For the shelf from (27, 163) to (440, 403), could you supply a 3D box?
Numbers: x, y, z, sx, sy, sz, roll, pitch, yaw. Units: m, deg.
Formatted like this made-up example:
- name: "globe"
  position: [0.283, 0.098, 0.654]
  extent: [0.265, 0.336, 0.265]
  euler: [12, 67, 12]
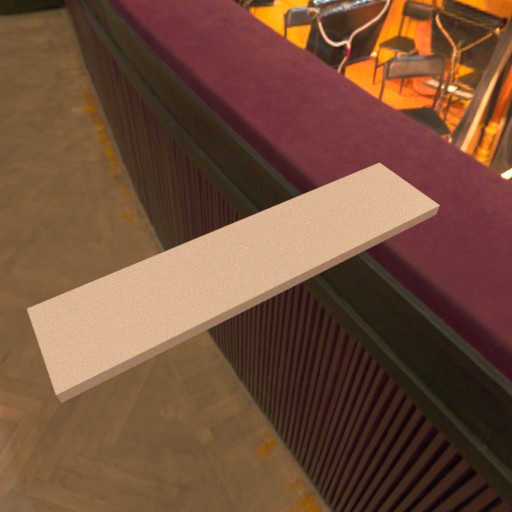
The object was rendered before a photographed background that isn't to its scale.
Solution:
- name: "shelf"
  position: [0.000, 0.000, 0.648]
  extent: [0.610, 0.020, 0.140]
  euler: [-24, 51, -21]
